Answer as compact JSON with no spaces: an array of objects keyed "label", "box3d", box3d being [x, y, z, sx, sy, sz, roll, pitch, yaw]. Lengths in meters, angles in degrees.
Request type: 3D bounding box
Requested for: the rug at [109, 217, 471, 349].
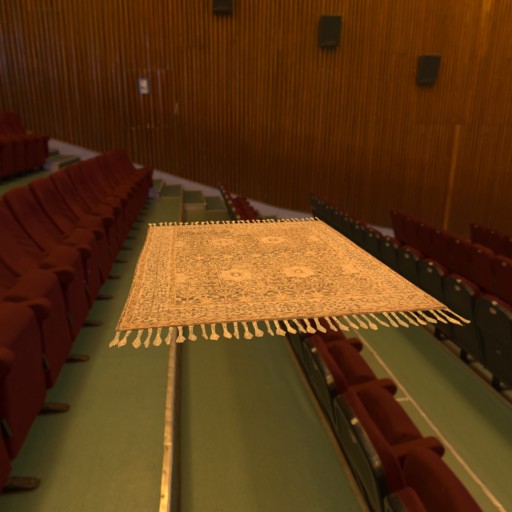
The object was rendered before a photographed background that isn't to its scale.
[{"label":"rug","box3d":[0.000,0.000,3.064,1.619,0.023,2.465,-3,17,-9]}]
